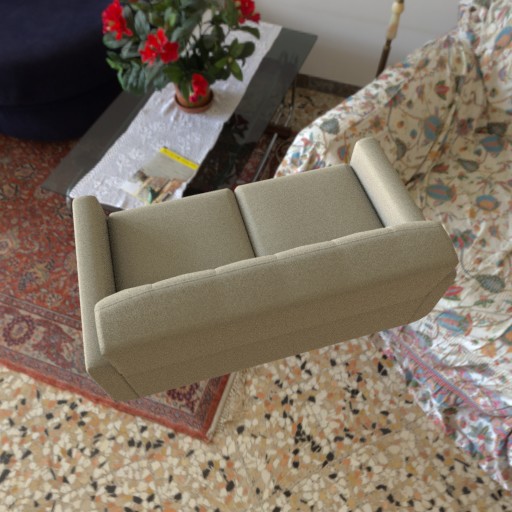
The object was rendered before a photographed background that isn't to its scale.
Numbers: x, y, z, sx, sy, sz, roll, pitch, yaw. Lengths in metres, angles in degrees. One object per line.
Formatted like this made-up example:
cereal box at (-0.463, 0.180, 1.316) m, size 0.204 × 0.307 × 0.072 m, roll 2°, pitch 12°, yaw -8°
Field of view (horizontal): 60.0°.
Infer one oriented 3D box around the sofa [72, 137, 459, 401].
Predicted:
sofa at (0.000, 0.000, 2.222) m, size 1.655 × 0.892 × 0.980 m, roll -13°, pitch 58°, yaw -8°
